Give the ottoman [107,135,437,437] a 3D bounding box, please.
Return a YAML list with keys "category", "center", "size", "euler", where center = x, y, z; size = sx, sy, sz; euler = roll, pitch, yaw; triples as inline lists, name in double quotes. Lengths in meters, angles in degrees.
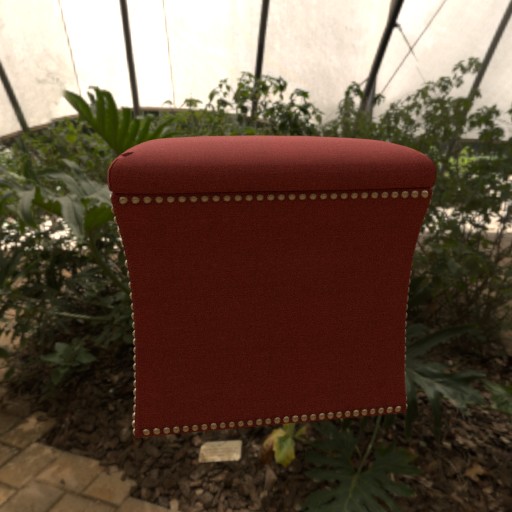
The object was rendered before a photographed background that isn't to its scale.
- category: "ottoman"
  center: [0.000, 0.000, 0.906]
  size: [0.497, 0.475, 0.507]
  euler: [-2, 15, -8]
